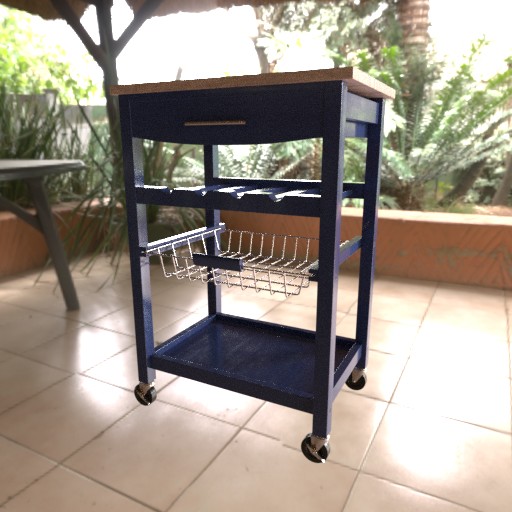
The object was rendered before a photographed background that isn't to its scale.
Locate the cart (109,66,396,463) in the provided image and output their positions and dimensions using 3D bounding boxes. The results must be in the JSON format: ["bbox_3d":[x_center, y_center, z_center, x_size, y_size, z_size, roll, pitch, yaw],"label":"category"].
[{"bbox_3d":[0.000,0.000,1.175,0.584,0.839,0.403,7,16,26],"label":"cart"}]
